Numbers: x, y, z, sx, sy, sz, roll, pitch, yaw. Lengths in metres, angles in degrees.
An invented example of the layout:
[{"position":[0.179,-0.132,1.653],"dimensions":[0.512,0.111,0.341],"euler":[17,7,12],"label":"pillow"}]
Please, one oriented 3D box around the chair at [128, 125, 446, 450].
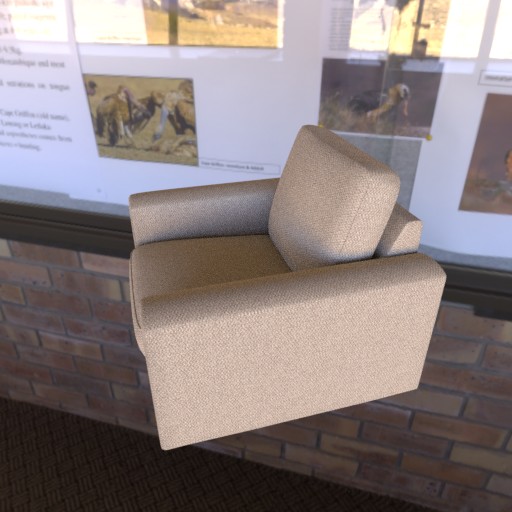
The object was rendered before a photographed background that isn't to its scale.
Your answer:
[{"position":[0.000,0.000,1.793],"dimensions":[1.016,0.873,1.005],"euler":[-8,32,-14],"label":"chair"}]
